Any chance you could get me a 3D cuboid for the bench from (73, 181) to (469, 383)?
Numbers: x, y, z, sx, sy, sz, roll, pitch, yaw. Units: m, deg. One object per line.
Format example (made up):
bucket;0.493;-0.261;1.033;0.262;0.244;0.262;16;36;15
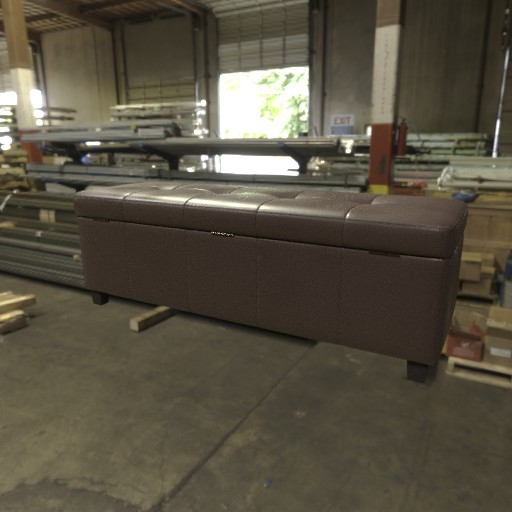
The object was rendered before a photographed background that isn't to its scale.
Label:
bench;0.000;0.000;1.465;1.219;0.417;0.450;8;17;27
